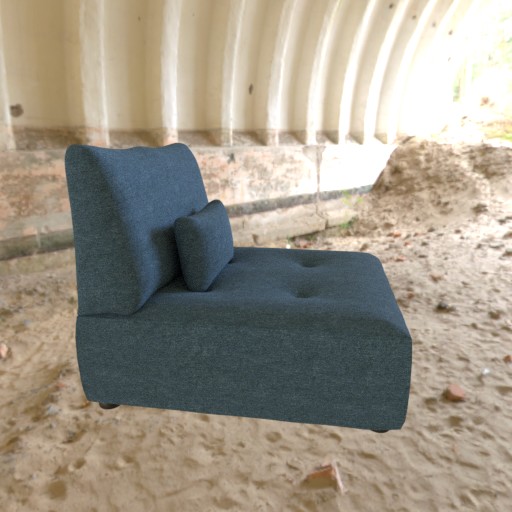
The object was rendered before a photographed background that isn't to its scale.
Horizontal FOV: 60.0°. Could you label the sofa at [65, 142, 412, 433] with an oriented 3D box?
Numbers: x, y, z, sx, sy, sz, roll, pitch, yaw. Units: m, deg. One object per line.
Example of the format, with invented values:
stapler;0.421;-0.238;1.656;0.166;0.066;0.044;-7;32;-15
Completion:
sofa;0.000;0.000;1.665;1.000;0.820;0.930;2;15;9
